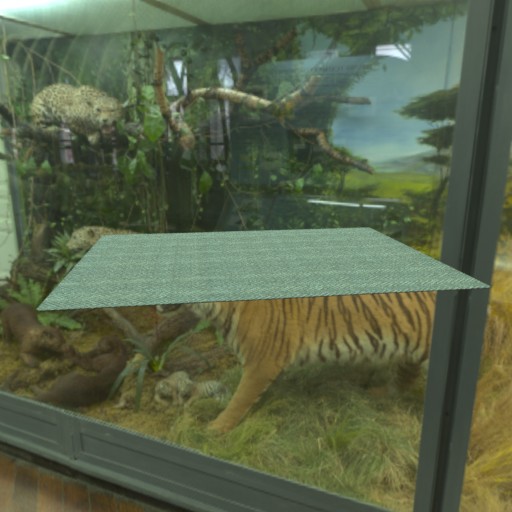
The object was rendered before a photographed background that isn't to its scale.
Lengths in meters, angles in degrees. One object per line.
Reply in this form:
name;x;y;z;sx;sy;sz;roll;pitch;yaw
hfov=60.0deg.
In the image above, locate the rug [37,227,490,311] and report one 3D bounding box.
rug;0.000;0.000;5.168;3.957;0.011;2.894;-2;15;-8
